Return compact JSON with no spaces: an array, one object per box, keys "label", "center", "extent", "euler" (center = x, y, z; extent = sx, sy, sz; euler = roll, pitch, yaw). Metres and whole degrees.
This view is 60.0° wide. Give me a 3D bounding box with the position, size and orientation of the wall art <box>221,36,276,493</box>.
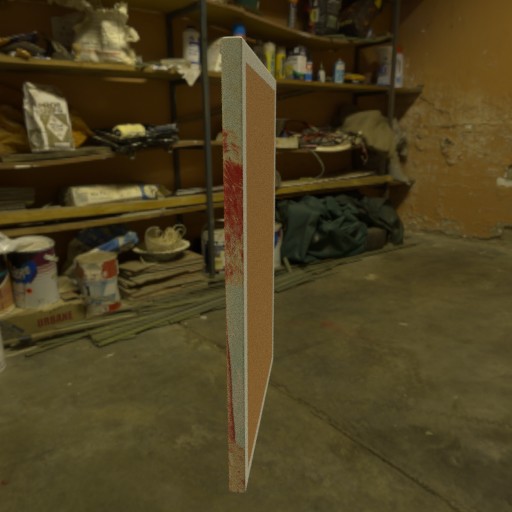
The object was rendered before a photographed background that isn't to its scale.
[{"label":"wall art","center":[0.000,0.000,1.142],"extent":[0.037,0.915,0.605],"euler":[2,15,8]}]
